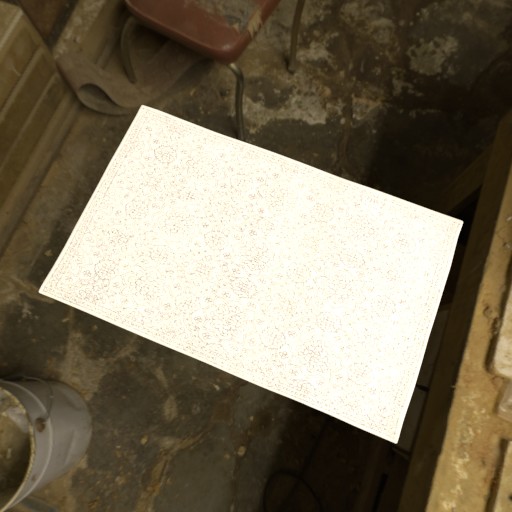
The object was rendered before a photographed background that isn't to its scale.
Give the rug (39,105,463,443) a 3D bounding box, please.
[{"bbox_3d":[0.000,0.000,2.942,2.434,0.023,1.518,21,75,6],"label":"rug"}]
